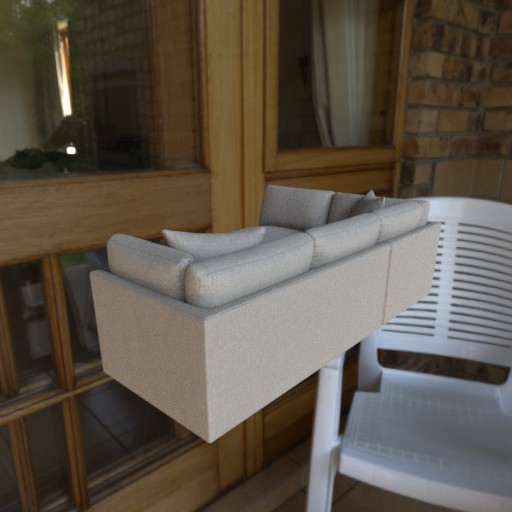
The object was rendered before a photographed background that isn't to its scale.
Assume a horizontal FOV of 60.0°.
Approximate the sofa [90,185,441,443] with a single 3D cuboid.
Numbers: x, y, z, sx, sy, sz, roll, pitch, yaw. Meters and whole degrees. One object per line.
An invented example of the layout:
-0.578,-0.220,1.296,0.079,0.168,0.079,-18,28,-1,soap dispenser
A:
0.000,0.000,3.722,1.994,0.978,2.896,14,21,40,sofa
